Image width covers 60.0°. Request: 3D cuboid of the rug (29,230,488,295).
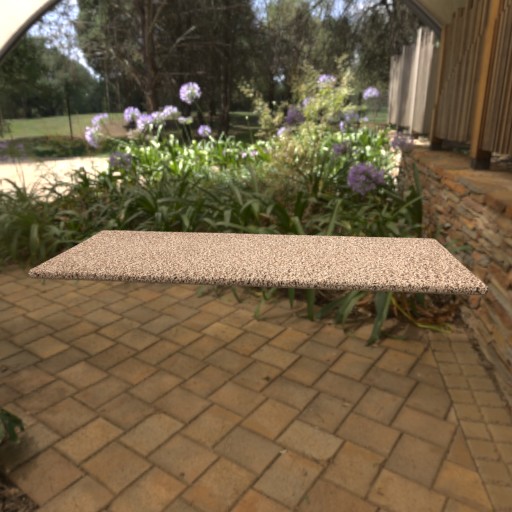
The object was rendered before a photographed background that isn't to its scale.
[{"bbox_3d":[0.000,0.000,1.741,1.524,0.030,0.609,2,17,6],"label":"rug"}]
